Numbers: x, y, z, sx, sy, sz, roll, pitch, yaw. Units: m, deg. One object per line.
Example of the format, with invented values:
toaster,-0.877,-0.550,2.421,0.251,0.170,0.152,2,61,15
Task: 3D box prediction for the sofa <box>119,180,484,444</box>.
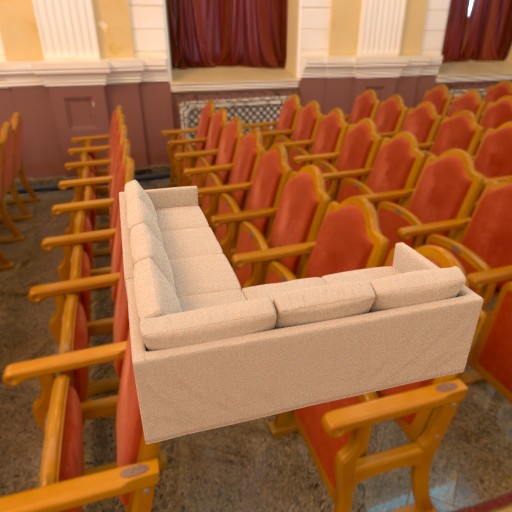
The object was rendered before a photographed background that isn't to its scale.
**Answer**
sofa,0.000,0.000,4.278,2.432,0.871,3.182,-8,28,-15
